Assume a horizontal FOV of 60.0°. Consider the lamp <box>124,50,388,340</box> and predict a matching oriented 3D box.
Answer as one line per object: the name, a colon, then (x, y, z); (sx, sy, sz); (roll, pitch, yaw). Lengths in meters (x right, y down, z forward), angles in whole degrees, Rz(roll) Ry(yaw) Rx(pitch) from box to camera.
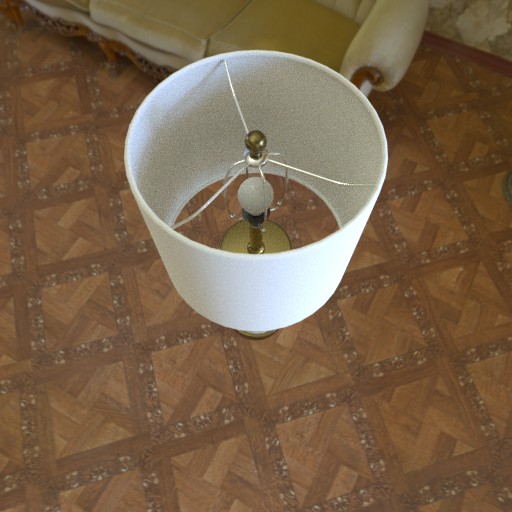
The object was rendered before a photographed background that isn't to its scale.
lamp: (0.000, 0.000, 0.790); (0.305, 0.634, 0.305); (-16, 65, -8)
